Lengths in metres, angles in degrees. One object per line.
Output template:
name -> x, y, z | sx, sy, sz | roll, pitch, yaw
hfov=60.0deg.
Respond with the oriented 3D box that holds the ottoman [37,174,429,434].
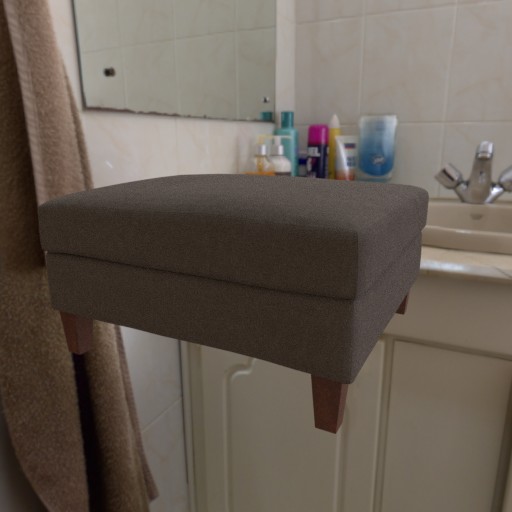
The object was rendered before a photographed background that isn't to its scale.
ottoman -> 0.000, 0.000, 1.366 | 0.881, 0.482, 0.861 | 7, 16, 27
